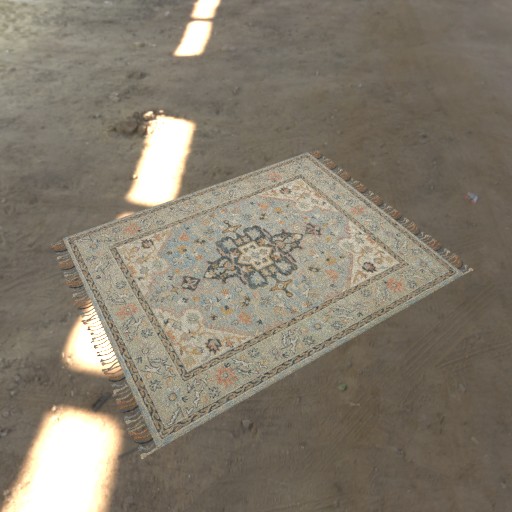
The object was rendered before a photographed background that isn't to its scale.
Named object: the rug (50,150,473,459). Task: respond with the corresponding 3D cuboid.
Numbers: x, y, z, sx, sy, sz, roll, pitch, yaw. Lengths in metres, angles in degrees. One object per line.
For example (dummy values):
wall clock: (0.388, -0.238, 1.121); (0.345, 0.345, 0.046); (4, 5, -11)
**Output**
rug: (0.000, 0.000, 2.232); (1.730, 0.009, 1.278); (-24, 50, -22)
